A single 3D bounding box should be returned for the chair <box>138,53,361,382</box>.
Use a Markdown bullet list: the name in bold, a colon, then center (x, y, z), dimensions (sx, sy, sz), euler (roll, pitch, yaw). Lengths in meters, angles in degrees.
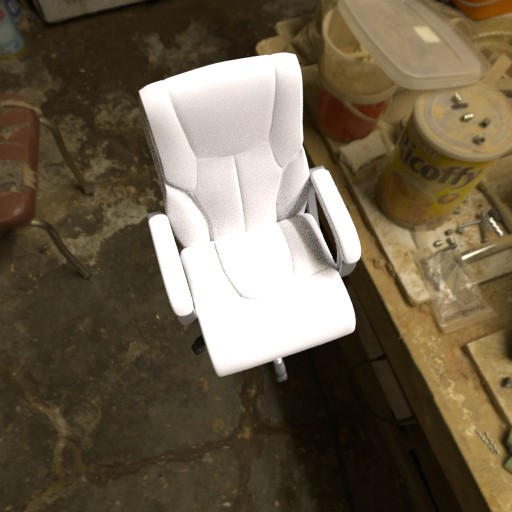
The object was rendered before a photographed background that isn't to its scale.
- **chair**: center (0.000, 0.000, 1.607), dimensions (0.687, 1.120, 0.738), euler (-17, 66, -8)
